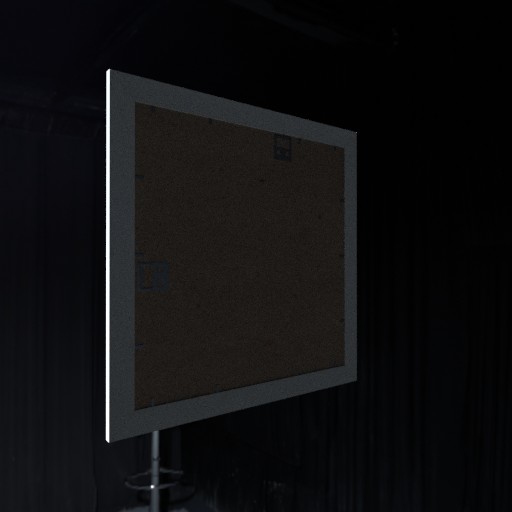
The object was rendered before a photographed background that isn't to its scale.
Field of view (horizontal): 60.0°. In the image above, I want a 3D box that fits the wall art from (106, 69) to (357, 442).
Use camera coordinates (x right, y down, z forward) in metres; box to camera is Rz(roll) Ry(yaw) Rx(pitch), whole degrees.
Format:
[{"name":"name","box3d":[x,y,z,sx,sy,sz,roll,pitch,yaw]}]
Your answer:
[{"name":"wall art","box3d":[0.000,0.000,0.876,0.584,0.584,0.013,0,0,-37]}]
